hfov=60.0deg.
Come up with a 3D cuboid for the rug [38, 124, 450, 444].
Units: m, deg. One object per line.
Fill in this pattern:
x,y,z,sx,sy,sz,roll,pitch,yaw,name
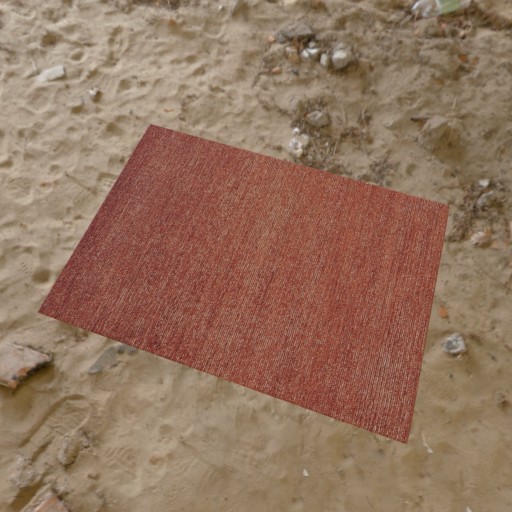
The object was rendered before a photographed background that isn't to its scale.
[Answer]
0.000,0.000,5.025,3.965,0.025,2.803,17,65,8,rug
